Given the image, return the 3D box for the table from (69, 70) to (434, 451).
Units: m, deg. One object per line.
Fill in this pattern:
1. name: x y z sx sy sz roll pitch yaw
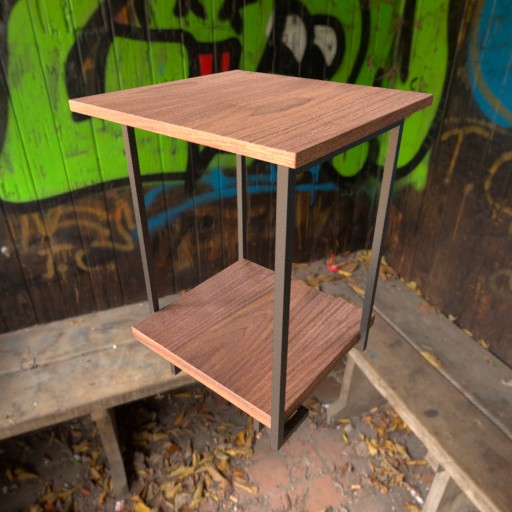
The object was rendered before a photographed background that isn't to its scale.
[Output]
1. table: 0.000 0.000 0.824 0.411 0.567 0.384 22 37 33
